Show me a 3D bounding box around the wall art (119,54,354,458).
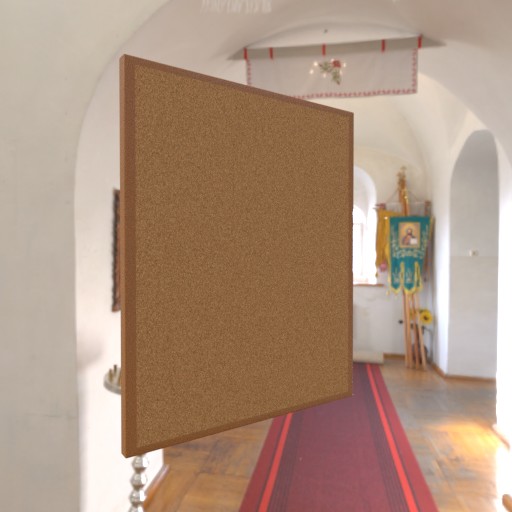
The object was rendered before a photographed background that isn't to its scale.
[{"bbox_3d":[0.000,0.000,0.743,0.452,0.553,0.022,-1,1,-35],"label":"wall art"}]
